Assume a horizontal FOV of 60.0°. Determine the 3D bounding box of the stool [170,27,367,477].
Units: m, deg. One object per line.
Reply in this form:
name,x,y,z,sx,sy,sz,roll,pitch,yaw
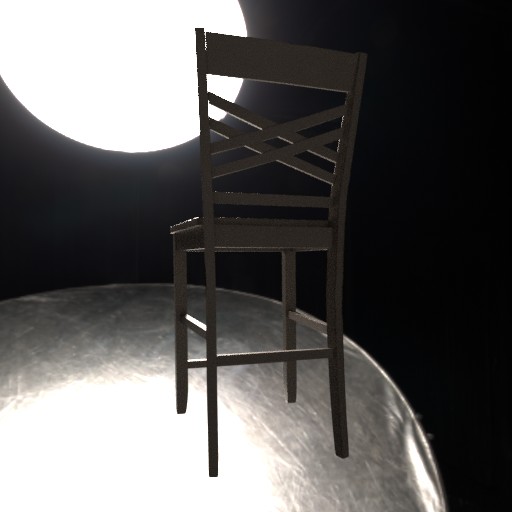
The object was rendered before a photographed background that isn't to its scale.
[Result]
stool,0.000,0.000,1.347,0.462,1.079,0.539,0,-1,-17
